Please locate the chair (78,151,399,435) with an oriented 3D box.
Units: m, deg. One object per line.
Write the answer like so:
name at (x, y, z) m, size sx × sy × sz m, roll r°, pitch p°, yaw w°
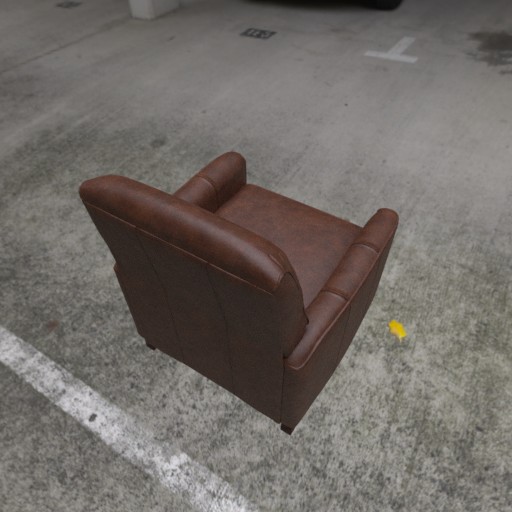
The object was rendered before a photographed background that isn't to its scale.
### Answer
chair at (0.000, 0.000, 1.676) m, size 0.839 × 1.010 × 0.850 m, roll 25°, pitch 51°, yaw 22°
